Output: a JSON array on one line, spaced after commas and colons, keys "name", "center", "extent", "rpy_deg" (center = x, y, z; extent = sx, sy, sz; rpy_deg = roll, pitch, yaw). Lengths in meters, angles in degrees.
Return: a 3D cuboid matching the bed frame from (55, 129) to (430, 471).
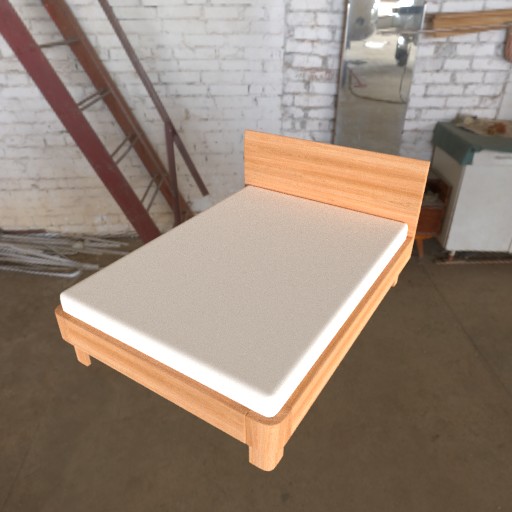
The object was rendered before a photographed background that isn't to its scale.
[{"name": "bed frame", "center": [0.000, 0.000, 2.806], "extent": [1.472, 0.940, 1.992], "rpy_deg": [18, 35, 28]}]
